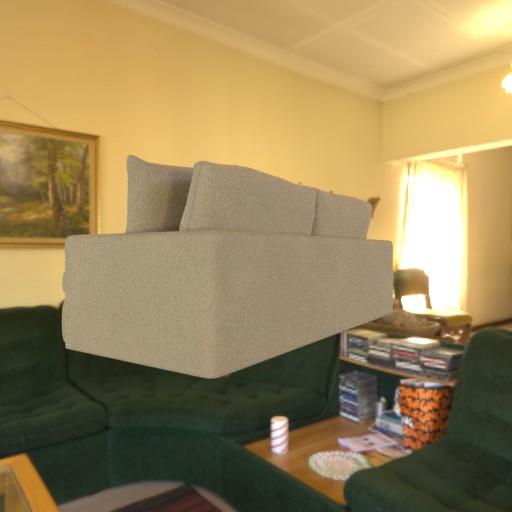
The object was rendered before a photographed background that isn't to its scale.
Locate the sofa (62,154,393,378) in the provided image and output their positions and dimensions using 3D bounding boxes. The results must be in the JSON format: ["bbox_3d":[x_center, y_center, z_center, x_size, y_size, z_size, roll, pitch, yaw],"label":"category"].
[{"bbox_3d":[0.000,0.000,3.121,1.228,1.084,2.380,0,1,34],"label":"sofa"}]
